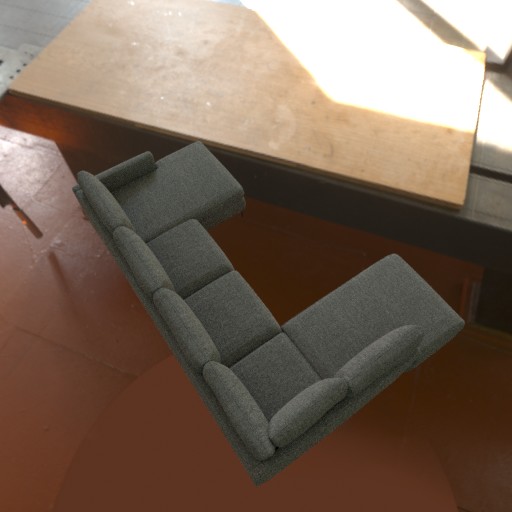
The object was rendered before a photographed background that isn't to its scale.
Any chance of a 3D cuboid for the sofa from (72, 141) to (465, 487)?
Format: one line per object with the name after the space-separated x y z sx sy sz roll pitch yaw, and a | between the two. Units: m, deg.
0.000 0.000 3.539 1.879 0.756 2.737 -31 63 -18 | sofa
